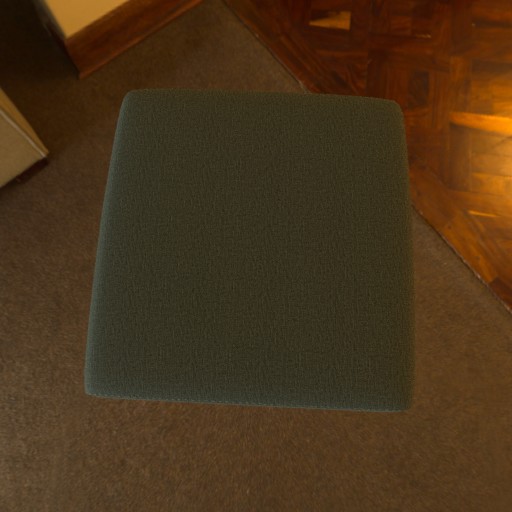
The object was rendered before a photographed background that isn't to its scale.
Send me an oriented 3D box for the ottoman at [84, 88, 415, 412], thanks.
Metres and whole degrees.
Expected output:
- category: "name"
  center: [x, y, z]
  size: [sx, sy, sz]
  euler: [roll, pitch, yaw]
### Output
- category: "ottoman"
  center: [0.000, 0.000, 1.044]
  size: [0.649, 0.398, 0.650]
  euler: [3, 76, 1]
